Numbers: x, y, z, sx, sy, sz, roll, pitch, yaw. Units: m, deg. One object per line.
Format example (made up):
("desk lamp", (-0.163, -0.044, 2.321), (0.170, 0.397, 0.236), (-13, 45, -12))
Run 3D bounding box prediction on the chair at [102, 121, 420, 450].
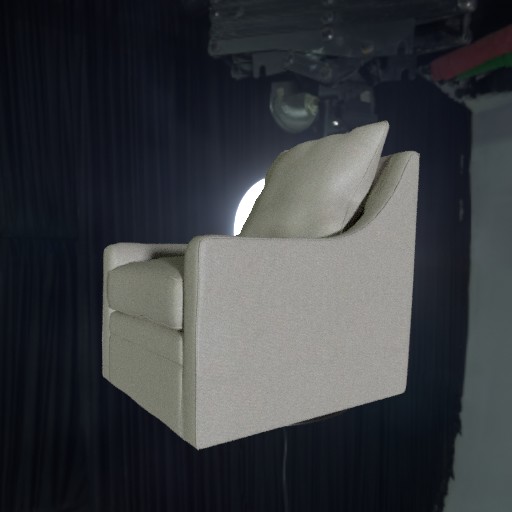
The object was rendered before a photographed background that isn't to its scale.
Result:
("chair", (0.000, 0.000, 1.558), (0.876, 0.942, 0.760), (0, 0, -35))
